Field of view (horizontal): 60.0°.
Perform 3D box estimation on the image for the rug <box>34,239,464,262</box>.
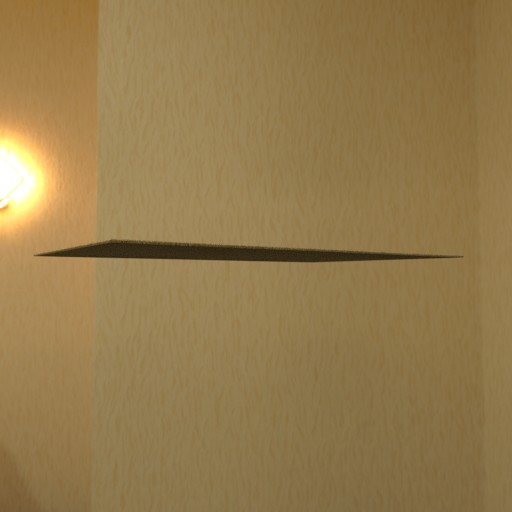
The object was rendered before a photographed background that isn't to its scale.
[{"bbox_3d":[0.000,0.000,2.966,2.448,0.012,1.540,2,-3,-36],"label":"rug"}]
